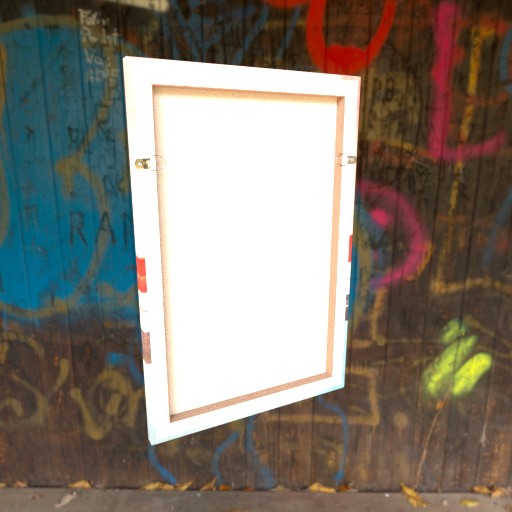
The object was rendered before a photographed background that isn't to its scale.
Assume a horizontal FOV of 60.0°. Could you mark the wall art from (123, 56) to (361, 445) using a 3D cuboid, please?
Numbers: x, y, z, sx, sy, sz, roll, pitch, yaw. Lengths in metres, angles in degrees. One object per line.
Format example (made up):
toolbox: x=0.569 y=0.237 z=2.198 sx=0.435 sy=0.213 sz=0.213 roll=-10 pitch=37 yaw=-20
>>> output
wall art: x=0.000 y=0.000 z=1.161 sx=0.610 sy=0.914 sz=0.038 roll=-7 pitch=16 yaw=-26
